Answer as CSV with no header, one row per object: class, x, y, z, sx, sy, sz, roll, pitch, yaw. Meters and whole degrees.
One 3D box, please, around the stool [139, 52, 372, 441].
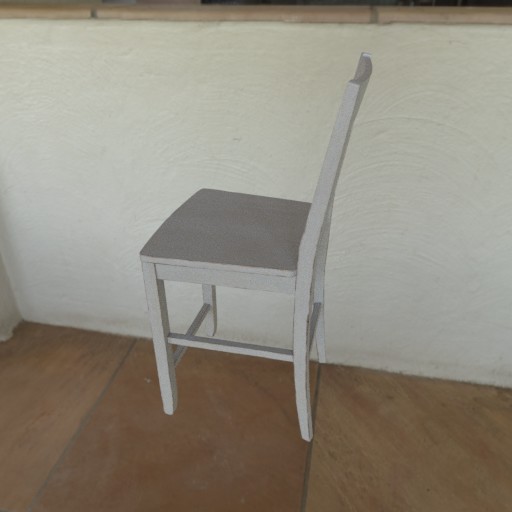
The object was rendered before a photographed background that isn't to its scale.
stool,0.000,0.000,1.324,0.539,1.079,0.462,8,32,13
